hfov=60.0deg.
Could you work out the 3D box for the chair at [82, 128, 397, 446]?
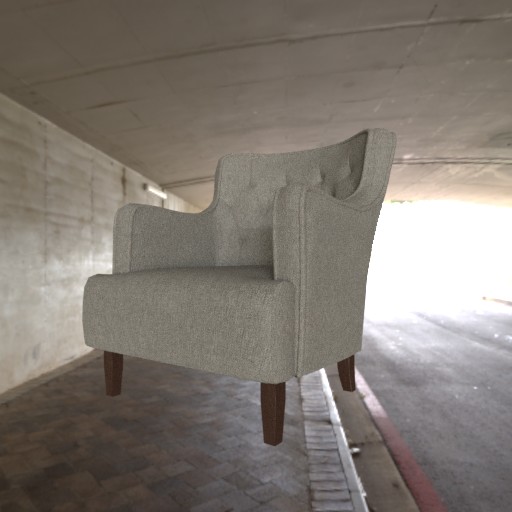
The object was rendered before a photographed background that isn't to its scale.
[{"bbox_3d":[0.000,0.000,1.564,0.820,0.920,0.910,0,0,37],"label":"chair"}]
